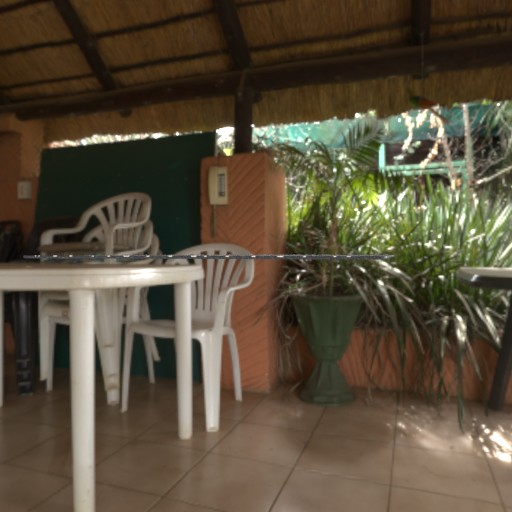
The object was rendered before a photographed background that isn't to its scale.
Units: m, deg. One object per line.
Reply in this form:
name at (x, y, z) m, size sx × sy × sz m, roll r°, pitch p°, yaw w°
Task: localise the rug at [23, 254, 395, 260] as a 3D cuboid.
rug at (0.000, 0.000, 4.152) m, size 2.439 × 0.022 × 3.047 m, roll 0°, pitch 0°, yaw 18°
